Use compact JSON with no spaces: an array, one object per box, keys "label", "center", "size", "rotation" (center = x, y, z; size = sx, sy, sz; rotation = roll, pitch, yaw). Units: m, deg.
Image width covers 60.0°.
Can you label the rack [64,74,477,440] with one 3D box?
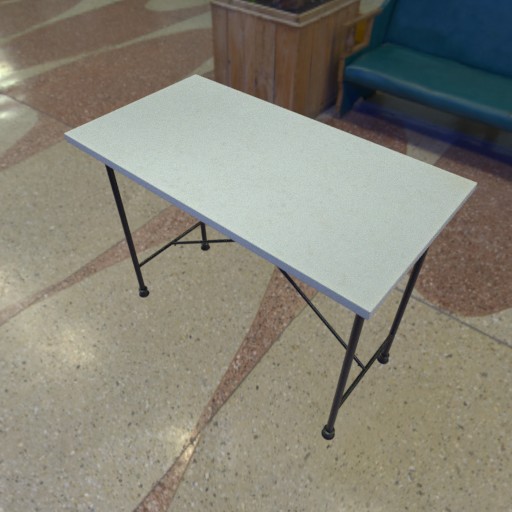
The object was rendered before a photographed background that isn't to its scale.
[{"label":"rack","center":[0.000,0.000,1.689],"size":[1.159,0.880,0.613],"rotation":[31,53,27]}]
